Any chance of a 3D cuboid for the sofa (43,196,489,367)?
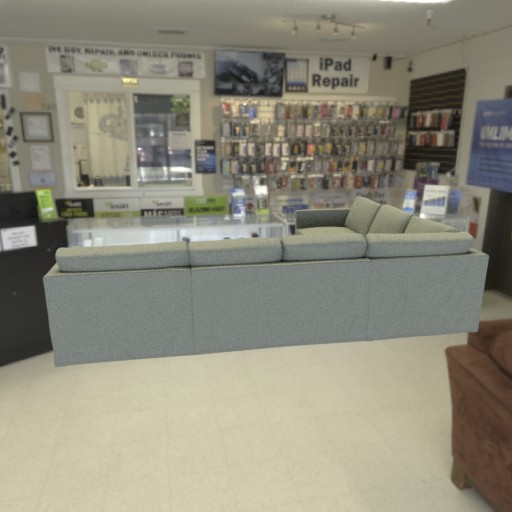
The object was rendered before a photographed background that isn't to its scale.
[{"bbox_3d":[0.000,0.000,4.534,3.460,0.882,2.427,-3,16,-10],"label":"sofa"}]
